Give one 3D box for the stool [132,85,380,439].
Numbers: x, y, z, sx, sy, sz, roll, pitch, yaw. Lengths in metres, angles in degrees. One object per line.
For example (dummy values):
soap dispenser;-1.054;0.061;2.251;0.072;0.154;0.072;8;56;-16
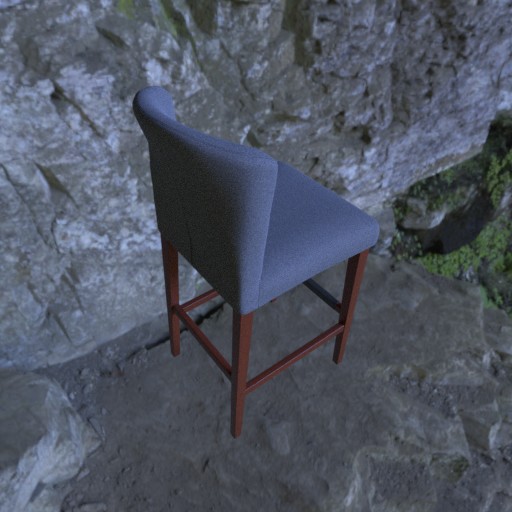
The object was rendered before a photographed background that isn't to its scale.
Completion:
stool;0.000;0.000;1.390;0.568;1.069;0.481;-26;48;-27
